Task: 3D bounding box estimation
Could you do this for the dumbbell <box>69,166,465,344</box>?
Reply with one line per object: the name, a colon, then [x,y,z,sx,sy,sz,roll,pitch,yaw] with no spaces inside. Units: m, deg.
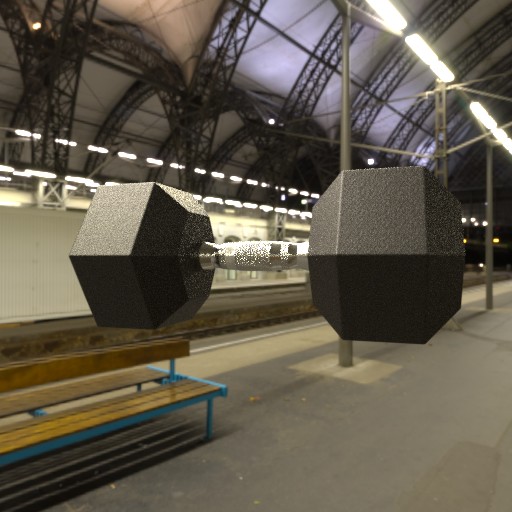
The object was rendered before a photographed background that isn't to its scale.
dumbbell: [0.000,0.000,0.326,0.271,0.106,0.122,0,-1,18]
